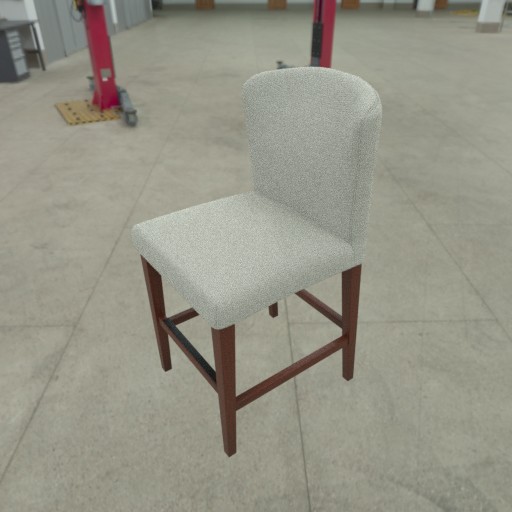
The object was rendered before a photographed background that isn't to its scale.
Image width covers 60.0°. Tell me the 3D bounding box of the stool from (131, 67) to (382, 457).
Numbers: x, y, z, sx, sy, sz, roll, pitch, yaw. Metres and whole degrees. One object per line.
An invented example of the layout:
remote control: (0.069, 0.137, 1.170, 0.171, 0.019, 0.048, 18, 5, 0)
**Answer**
stool: (0.000, 0.000, 1.301, 0.568, 0.969, 0.481, -21, 38, -30)
